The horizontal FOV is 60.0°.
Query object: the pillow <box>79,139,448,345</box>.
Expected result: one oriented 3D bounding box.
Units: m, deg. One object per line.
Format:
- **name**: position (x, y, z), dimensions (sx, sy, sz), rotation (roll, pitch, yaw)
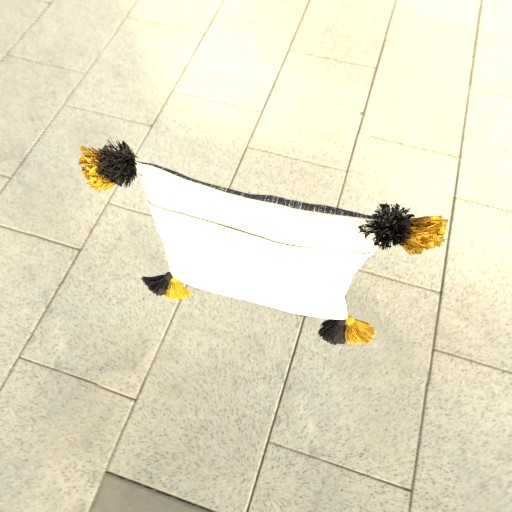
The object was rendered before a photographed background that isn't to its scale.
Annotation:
- **pillow**: position (0.000, 0.000, 0.973), dimensions (0.654, 0.659, 0.139), rotation (14, 64, 7)
